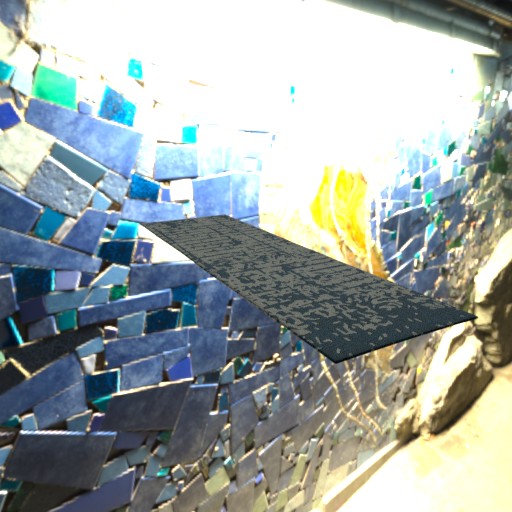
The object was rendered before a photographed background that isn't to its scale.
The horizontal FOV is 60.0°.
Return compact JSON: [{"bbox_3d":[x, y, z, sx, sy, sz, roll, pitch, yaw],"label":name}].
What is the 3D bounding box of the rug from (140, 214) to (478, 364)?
[{"bbox_3d":[0.000,0.000,2.674,0.750,0.011,2.435,-9,19,-28],"label":"rug"}]
